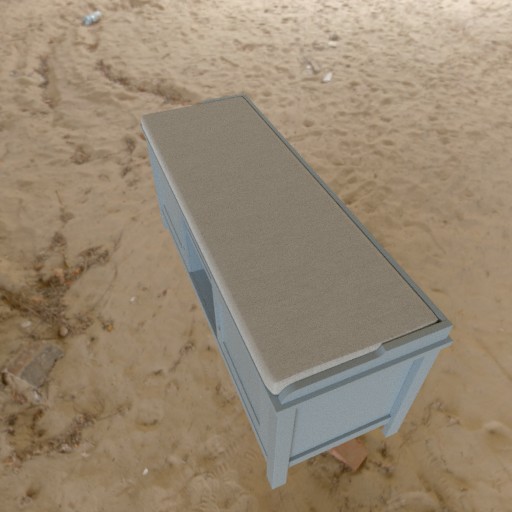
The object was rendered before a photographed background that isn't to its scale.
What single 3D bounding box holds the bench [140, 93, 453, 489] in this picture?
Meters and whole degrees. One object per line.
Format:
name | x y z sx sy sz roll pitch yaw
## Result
bench | 0.000 0.000 1.367 0.398 0.501 1.140 -17 47 -16
